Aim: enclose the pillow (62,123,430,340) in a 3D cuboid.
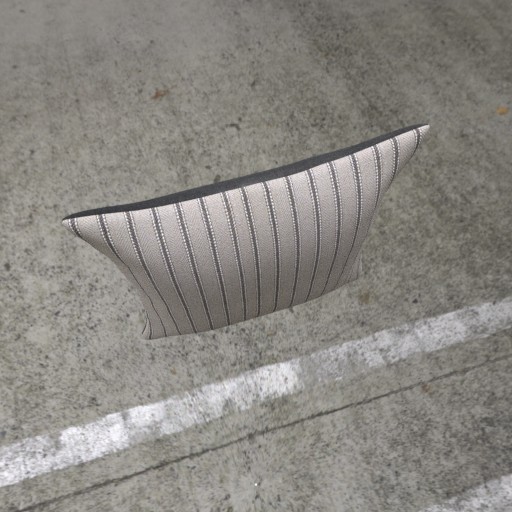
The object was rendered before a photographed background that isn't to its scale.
[{"bbox_3d":[0.000,0.000,0.721,0.468,0.444,0.138,-16,64,-8],"label":"pillow"}]
